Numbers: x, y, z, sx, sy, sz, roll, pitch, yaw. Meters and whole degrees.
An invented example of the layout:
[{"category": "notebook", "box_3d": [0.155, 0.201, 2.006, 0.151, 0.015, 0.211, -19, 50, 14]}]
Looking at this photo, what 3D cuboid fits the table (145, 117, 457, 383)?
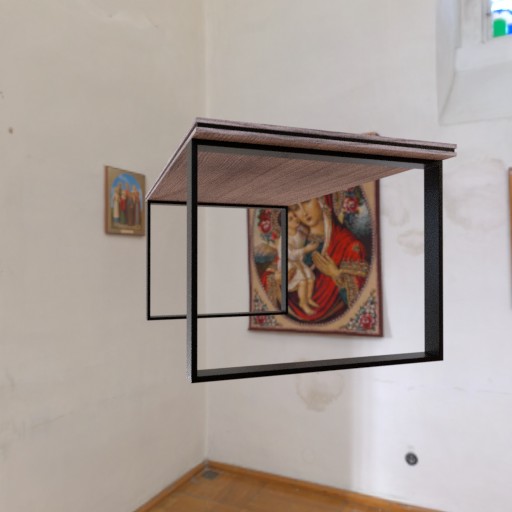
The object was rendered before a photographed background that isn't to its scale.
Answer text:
[{"category": "table", "box_3d": [0.000, 0.000, 2.083, 0.881, 0.736, 1.579, 0, -1, -19]}]
